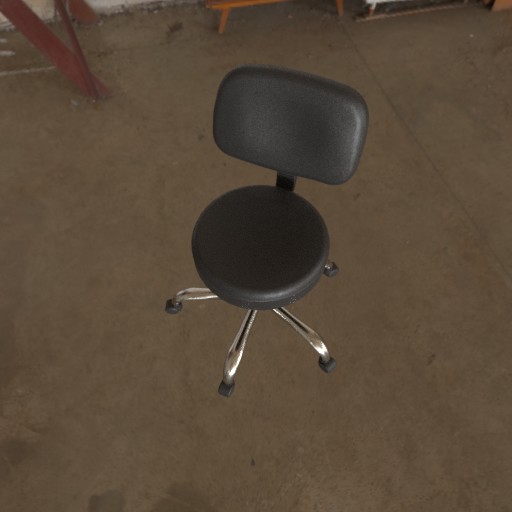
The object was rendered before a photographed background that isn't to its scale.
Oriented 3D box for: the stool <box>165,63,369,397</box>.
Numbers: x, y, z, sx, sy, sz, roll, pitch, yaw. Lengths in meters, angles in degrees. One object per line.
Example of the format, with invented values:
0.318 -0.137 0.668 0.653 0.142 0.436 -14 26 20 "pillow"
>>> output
0.000 0.000 1.321 0.673 0.862 0.648 17 59 11 "stool"
